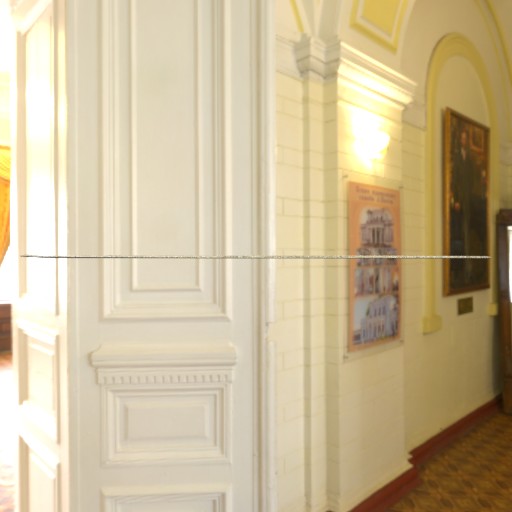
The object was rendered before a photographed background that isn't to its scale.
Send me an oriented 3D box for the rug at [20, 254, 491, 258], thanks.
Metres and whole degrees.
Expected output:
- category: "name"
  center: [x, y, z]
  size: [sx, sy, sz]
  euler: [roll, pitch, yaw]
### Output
- category: "rug"
  center: [0.000, 0.000, 3.063]
  size: [2.447, 0.021, 1.527]
  euler: [0, 0, 1]
